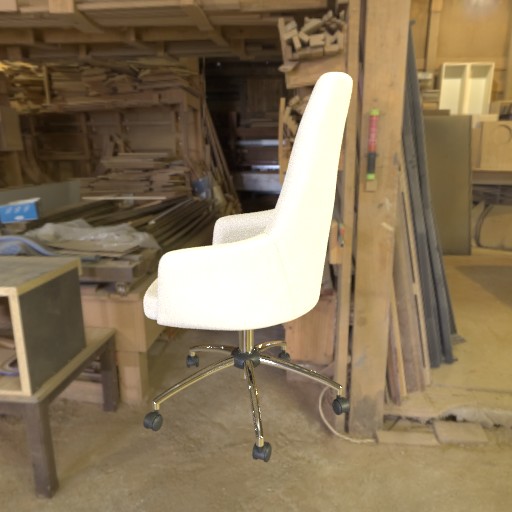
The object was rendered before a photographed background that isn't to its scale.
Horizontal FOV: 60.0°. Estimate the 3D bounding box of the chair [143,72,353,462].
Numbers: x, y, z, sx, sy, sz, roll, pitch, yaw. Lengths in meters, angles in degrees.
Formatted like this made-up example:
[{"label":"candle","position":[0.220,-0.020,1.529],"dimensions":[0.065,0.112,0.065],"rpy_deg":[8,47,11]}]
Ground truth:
[{"label":"chair","position":[0.000,0.000,1.414],"dimensions":[0.640,1.049,0.620],"rpy_deg":[2,15,10]}]
